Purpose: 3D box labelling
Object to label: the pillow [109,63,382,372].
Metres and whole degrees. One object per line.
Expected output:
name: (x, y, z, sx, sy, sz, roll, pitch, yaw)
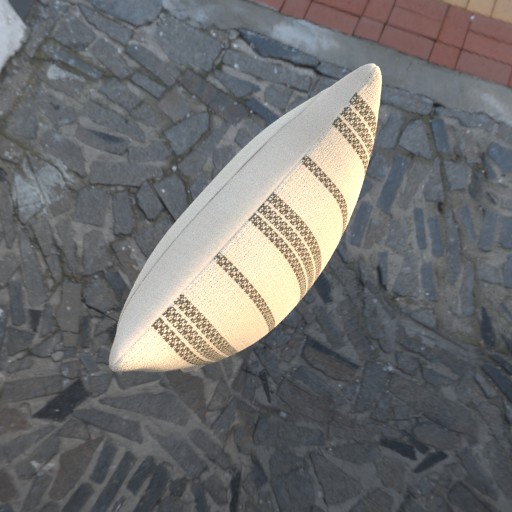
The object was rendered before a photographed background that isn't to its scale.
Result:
pillow: (0.000, 0.000, 0.619, 0.173, 0.406, 0.405, 39, 79, 9)
